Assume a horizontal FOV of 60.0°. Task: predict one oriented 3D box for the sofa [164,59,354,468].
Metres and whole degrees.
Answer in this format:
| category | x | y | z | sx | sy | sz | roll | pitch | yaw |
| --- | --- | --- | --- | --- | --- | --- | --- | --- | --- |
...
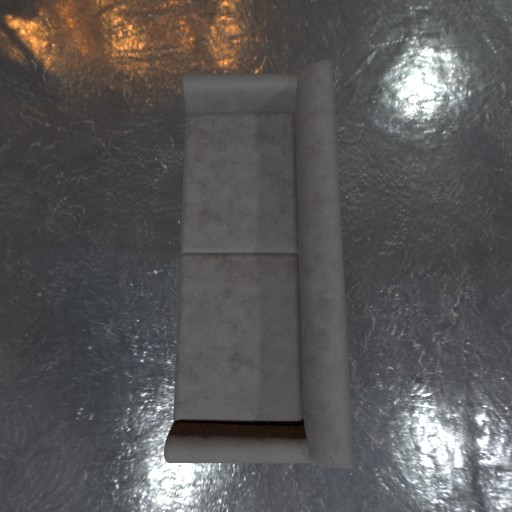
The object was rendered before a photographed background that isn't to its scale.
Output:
| category | x | y | z | sx | sy | sz | roll | pitch | yaw |
| --- | --- | --- | --- | --- | --- | --- | --- | --- | --- |
| sofa | 0.000 | 0.000 | 2.621 | 0.900 | 0.740 | 2.190 | 0 | 75 | 0 |
